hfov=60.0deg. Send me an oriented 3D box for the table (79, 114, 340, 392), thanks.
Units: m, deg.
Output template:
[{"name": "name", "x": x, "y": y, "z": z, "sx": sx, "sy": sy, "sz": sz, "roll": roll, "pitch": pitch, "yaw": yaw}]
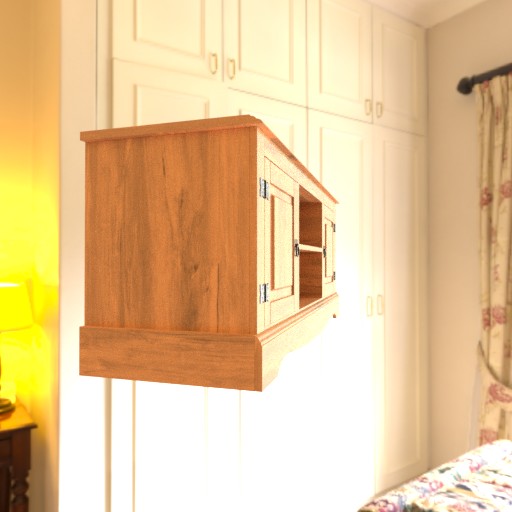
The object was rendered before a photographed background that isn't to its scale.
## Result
[{"name": "table", "x": 0.000, "y": 0.000, "z": 1.441, "sx": 0.400, "sy": 0.510, "sz": 1.200, "roll": 0, "pitch": -1, "yaw": 17}]
